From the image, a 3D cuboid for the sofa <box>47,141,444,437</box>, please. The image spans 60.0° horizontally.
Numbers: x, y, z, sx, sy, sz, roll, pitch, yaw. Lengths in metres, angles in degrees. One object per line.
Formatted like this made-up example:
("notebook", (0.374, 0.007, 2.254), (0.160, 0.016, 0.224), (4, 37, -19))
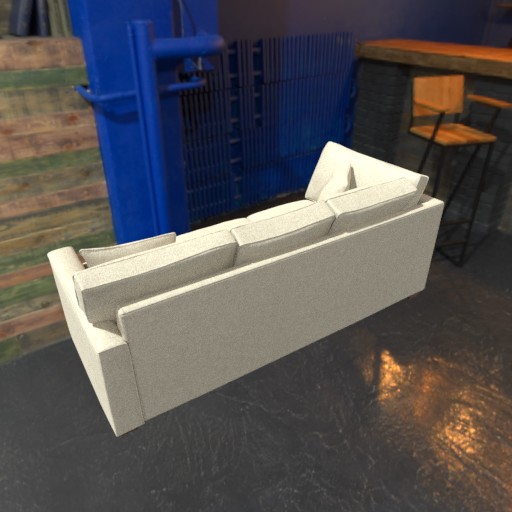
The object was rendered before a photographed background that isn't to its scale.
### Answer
("sofa", (0.000, 0.000, 2.886), (2.323, 0.948, 1.053), (-18, 35, -28))
